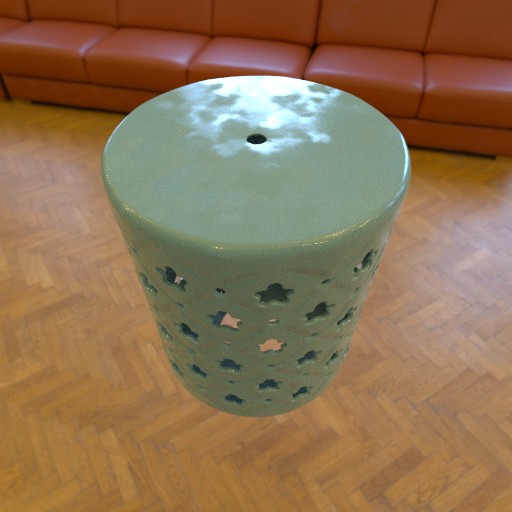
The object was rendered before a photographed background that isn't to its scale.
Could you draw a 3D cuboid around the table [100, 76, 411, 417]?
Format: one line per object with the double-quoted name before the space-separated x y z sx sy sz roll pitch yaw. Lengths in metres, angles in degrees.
"table" 0.000 0.000 0.643 0.352 0.387 0.352 0 46 0
